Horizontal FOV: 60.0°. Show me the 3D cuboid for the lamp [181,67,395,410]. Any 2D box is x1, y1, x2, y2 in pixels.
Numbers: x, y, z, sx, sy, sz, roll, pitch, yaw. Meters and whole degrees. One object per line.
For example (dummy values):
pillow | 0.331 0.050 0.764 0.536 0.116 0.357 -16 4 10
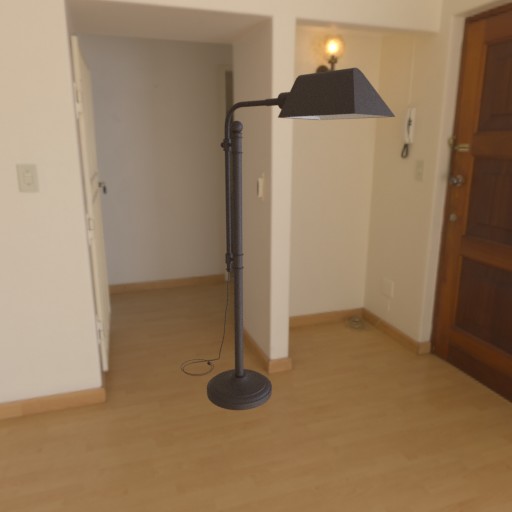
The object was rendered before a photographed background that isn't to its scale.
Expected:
lamp | 0.000 0.000 0.959 0.159 0.708 0.545 -14 20 -42
